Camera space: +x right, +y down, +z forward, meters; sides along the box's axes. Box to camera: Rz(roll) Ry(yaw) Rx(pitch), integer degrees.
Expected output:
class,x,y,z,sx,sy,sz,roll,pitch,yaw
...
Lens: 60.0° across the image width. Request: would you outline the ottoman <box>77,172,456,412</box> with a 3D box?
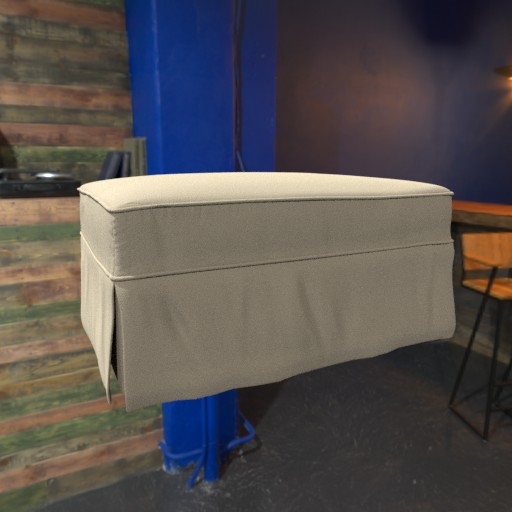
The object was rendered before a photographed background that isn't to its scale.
class,x,y,z,sx,sy,sz,roll,pitch,yaw
ottoman,0.000,0.000,1.306,0.959,0.482,0.721,-6,13,-26
